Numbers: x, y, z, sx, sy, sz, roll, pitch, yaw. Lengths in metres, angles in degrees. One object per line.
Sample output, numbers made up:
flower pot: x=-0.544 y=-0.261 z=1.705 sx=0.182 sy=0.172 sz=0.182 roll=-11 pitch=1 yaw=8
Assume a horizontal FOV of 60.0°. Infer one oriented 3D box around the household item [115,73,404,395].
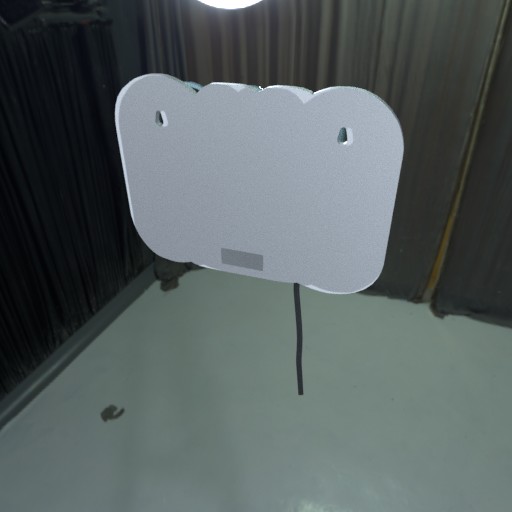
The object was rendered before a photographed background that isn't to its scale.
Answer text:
household item: x=0.000 y=0.000 z=0.384 sx=0.211 sy=0.294 sz=0.042 roll=10 pitch=33 yaw=16
